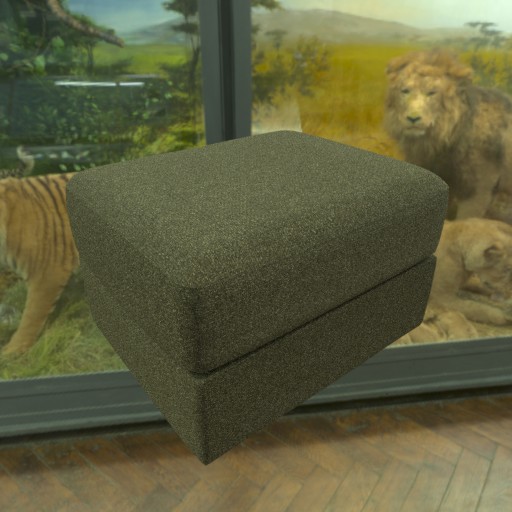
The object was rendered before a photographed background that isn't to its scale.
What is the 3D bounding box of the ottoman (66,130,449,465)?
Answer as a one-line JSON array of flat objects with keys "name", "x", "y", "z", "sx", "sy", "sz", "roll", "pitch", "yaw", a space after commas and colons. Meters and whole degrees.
[{"name": "ottoman", "x": 0.000, "y": 0.000, "z": 1.115, "sx": 0.742, "sy": 0.476, "sz": 0.598, "roll": -21, "pitch": 36, "yaw": -32}]
